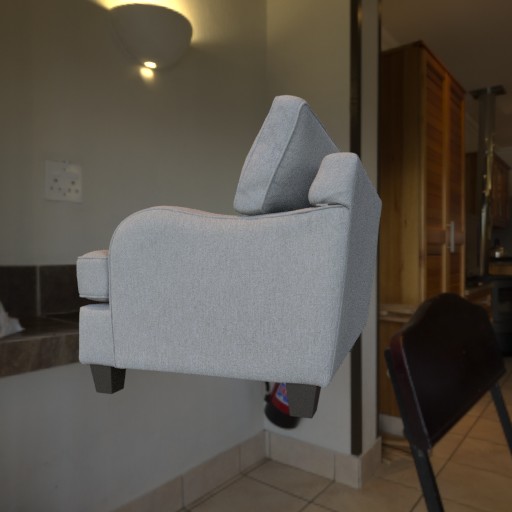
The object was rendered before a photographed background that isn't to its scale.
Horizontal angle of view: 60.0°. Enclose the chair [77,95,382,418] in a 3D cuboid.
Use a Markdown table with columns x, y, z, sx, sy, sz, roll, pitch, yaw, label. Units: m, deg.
| x | y | z | sx | sy | sz | roll | pitch | yaw | label |
| --- | --- | --- | --- | --- | --- | --- | --- | --- | --- |
| 0.000 | 0.000 | 2.018 | 1.041 | 1.016 | 1.220 | 0 | 0 | 19 | chair |
